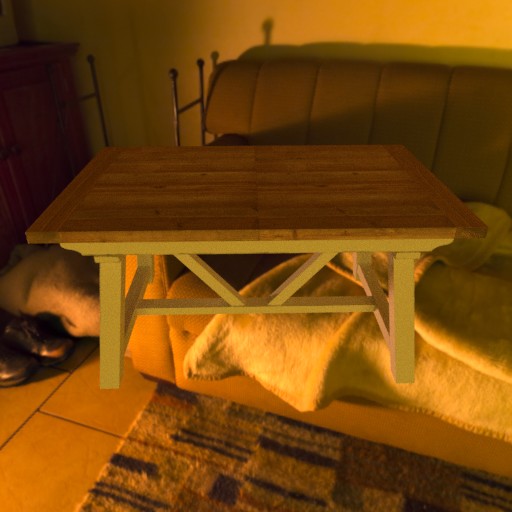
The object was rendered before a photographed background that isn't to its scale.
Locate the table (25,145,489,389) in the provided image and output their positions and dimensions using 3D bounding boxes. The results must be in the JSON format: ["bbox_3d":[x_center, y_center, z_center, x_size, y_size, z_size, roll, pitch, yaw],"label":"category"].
[{"bbox_3d":[0.000,0.000,2.022,1.503,0.743,0.922,-1,31,-1],"label":"table"}]
